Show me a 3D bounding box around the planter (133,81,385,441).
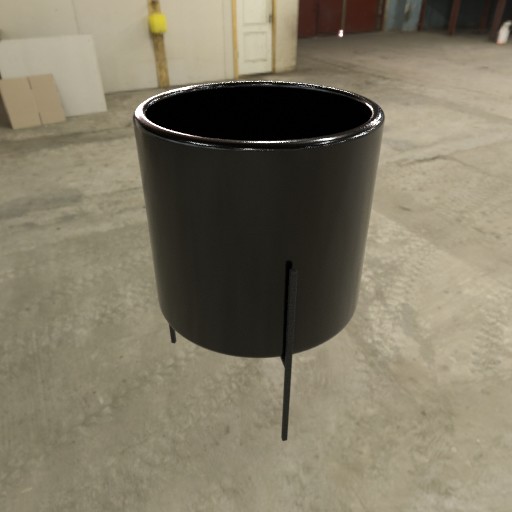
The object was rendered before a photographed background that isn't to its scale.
[{"bbox_3d":[0.000,0.000,0.652,0.310,0.432,0.310,1,32,1],"label":"planter"}]
